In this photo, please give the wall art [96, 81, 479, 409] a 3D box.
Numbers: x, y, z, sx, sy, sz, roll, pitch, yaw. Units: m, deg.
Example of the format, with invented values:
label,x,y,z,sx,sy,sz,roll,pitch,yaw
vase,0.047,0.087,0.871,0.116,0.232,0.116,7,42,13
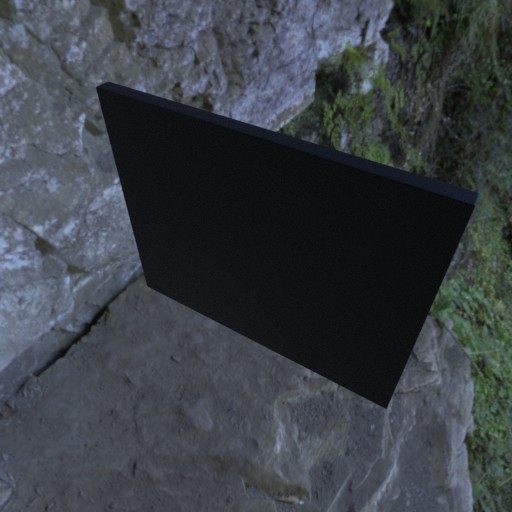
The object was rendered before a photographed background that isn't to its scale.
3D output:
label,x,y,z,sx,sy,sz,roll,pitch,yaw
wall art,0.000,0.000,0.737,0.558,0.457,0.031,23,49,22
